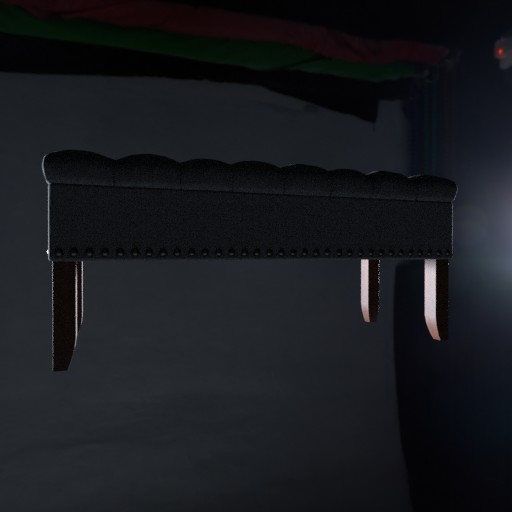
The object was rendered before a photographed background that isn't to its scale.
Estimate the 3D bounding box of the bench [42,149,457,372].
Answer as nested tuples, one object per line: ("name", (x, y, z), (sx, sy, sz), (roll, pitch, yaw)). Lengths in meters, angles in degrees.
("bench", (0.000, 0.000, 1.250), (1.052, 0.470, 0.417), (0, 0, -19))
